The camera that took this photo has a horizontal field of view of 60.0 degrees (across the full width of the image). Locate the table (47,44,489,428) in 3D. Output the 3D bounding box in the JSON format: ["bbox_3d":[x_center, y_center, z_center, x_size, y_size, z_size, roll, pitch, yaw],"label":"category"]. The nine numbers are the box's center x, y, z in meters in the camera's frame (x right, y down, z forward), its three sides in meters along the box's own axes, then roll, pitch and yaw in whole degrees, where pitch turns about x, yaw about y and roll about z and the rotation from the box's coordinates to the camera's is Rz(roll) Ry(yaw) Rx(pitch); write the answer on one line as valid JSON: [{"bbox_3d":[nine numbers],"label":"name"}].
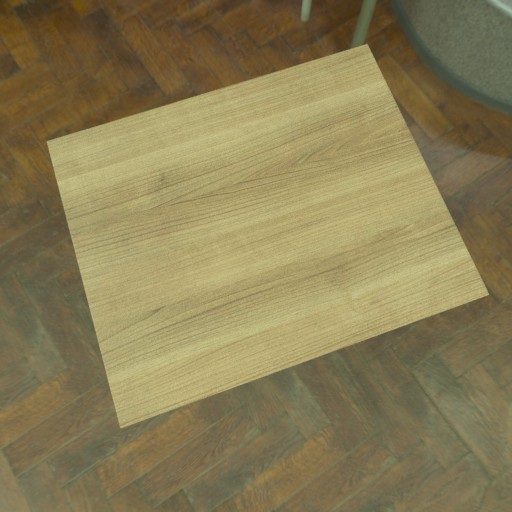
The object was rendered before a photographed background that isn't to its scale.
[{"bbox_3d":[0.000,0.000,0.767,0.445,0.460,0.380,-19,76,-5],"label":"table"}]
